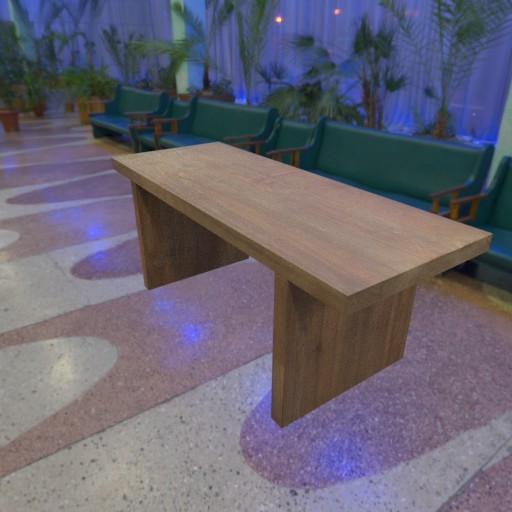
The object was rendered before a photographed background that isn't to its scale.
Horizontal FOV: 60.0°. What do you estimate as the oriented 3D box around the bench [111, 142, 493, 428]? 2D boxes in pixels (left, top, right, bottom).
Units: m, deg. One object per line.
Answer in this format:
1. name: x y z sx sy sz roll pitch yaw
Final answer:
1. bench: 0.000 0.000 1.405 0.458 0.458 1.183 -18 31 -31
